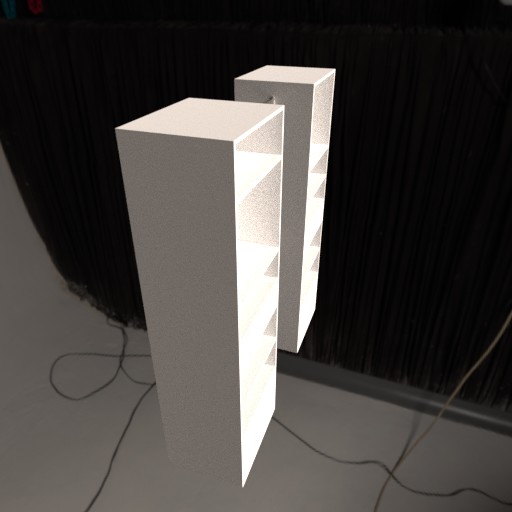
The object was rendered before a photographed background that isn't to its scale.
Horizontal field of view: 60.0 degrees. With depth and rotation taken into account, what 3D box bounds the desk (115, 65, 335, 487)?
[{"bbox_3d":[0.000,0.000,2.812,0.480,2.000,1.770,10,32,17],"label":"desk"}]
